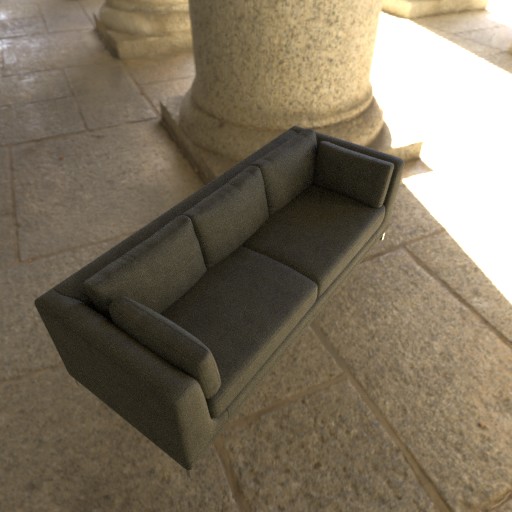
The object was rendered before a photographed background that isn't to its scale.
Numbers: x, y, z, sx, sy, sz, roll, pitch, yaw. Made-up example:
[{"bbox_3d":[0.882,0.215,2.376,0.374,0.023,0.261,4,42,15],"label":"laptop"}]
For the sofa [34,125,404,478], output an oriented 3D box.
[{"bbox_3d":[0.000,0.000,2.907,0.969,0.867,2.415,26,48,26],"label":"sofa"}]
